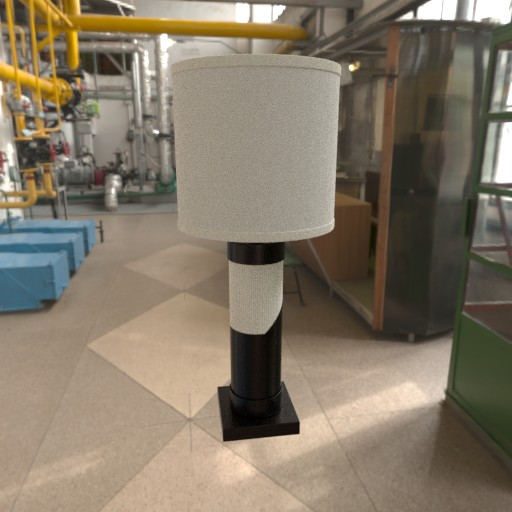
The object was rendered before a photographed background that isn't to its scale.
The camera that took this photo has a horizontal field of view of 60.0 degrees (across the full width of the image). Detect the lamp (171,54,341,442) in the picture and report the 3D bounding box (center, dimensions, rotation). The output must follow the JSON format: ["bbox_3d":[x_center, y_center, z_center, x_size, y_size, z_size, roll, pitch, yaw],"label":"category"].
[{"bbox_3d":[0.000,0.000,0.618,0.211,0.509,0.211,-2,15,-8],"label":"lamp"}]
